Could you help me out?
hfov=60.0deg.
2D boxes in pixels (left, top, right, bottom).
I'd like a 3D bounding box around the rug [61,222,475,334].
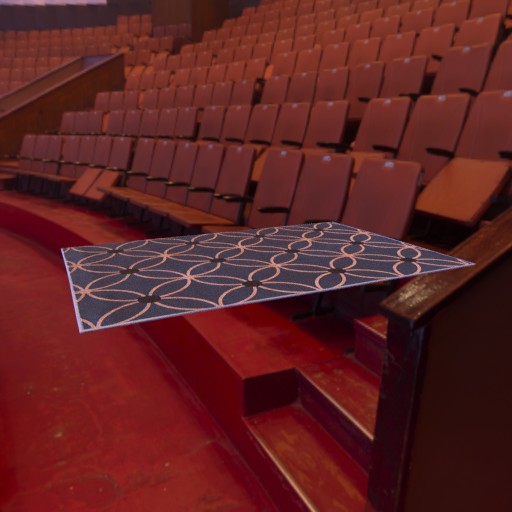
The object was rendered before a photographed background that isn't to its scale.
[{"bbox_3d":[0.000,0.000,2.905,2.284,0.008,1.522,-7,17,-25],"label":"rug"}]
